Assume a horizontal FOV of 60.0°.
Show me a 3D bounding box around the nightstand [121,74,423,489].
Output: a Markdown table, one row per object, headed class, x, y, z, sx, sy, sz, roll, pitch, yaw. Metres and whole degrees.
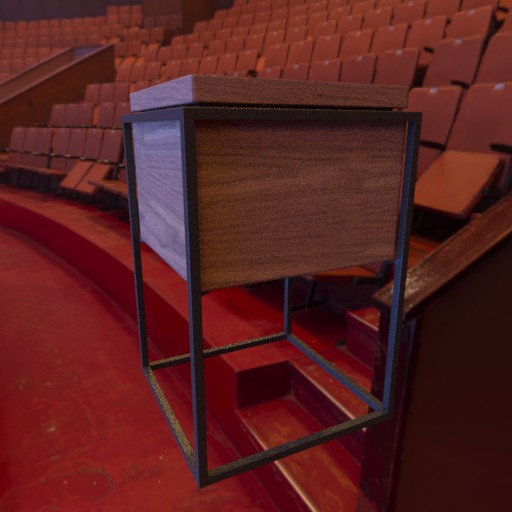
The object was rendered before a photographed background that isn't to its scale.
| class | x | y | z | sx | sy | sz | roll | pitch | yaw |
| --- | --- | --- | --- | --- | --- | --- | --- | --- | --- |
| nightstand | 0.000 | 0.000 | 0.864 | 0.397 | 0.607 | 0.397 | -8 | 18 | -25 |
